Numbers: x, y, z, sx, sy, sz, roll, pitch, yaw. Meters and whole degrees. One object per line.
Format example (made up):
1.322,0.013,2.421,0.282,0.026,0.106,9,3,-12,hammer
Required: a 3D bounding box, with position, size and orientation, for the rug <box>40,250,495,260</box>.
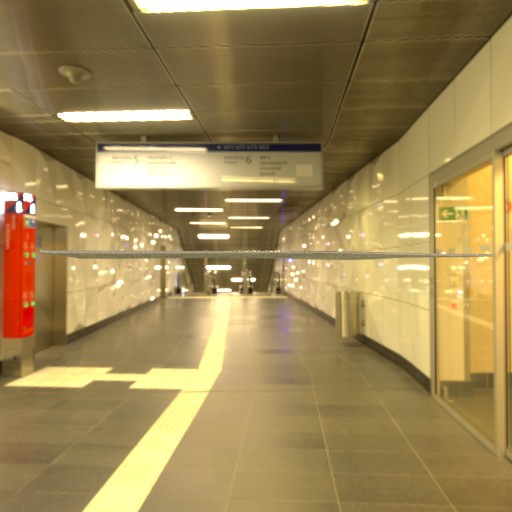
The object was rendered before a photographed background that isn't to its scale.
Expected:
0.000,0.000,2.898,2.305,0.029,1.593,0,-1,-16,rug
